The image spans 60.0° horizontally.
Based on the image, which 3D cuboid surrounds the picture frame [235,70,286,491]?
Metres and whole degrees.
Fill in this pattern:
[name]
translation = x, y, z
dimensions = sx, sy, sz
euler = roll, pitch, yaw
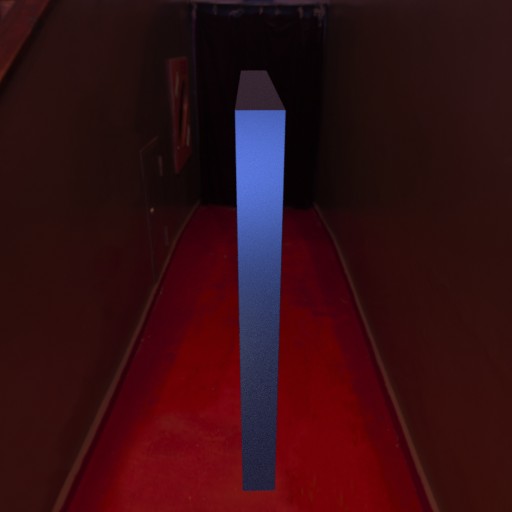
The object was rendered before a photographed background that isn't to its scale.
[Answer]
[picture frame]
translation = 0.000, 0.000, 0.519
dimensions = 0.034, 0.378, 0.328
euler = 0, 27, -1
